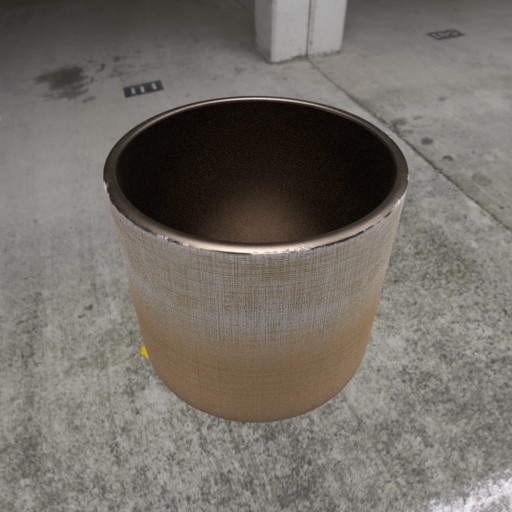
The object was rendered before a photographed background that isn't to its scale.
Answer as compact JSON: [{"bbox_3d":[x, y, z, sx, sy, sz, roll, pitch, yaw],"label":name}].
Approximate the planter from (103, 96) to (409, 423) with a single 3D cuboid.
[{"bbox_3d":[0.000,0.000,0.389,0.221,0.201,0.221,0,42,0],"label":"planter"}]
